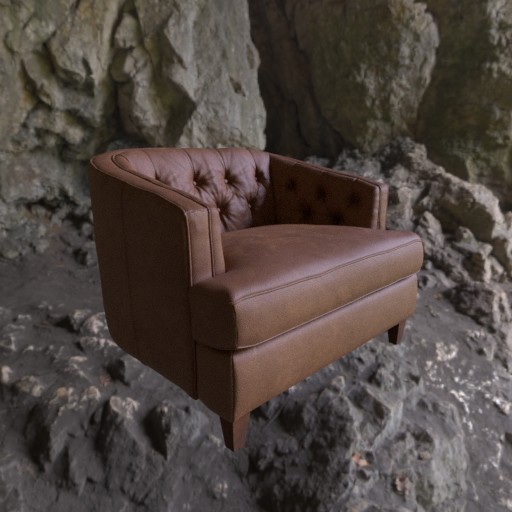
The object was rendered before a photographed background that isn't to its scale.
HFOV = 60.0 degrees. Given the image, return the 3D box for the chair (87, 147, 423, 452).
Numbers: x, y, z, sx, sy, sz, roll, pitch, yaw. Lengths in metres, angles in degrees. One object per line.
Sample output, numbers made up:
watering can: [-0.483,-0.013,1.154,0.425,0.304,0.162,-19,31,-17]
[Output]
chair: [0.000,0.000,1.758,0.911,0.836,1.119,13,19,42]
